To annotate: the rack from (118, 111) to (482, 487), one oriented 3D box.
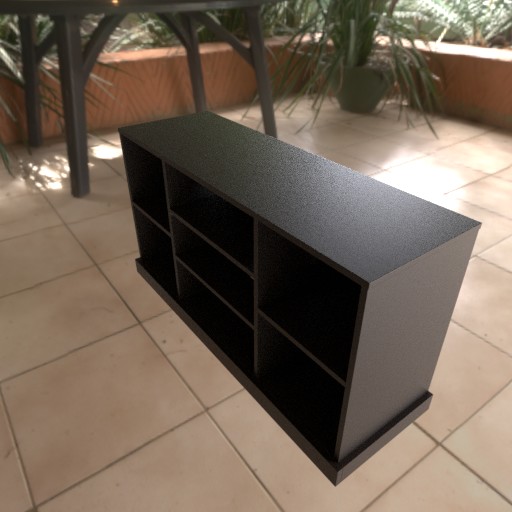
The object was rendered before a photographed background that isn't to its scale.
[{"bbox_3d":[0.000,0.000,1.471,0.399,0.635,1.206,-22,39,-30],"label":"rack"}]
